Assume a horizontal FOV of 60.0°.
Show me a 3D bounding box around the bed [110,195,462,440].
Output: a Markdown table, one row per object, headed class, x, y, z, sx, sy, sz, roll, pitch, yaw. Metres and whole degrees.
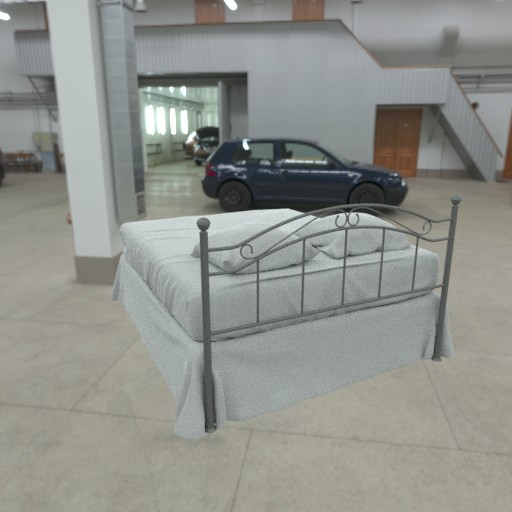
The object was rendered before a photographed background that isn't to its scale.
| class | x | y | z | sx | sy | sz | roll | pitch | yaw |
| --- | --- | --- | --- | --- | --- | --- | --- | --- | --- |
| bed | 0.000 | 0.000 | 3.326 | 1.936 | 1.080 | 2.215 | -8 | 18 | -25 |
